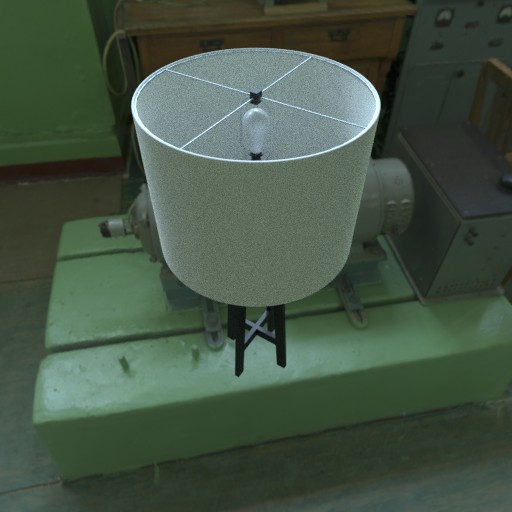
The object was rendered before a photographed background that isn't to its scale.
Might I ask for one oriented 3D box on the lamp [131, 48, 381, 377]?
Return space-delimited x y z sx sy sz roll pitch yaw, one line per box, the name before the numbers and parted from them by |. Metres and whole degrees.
lamp | 0.000 0.000 0.636 0.257 0.489 0.257 -9 46 -9
